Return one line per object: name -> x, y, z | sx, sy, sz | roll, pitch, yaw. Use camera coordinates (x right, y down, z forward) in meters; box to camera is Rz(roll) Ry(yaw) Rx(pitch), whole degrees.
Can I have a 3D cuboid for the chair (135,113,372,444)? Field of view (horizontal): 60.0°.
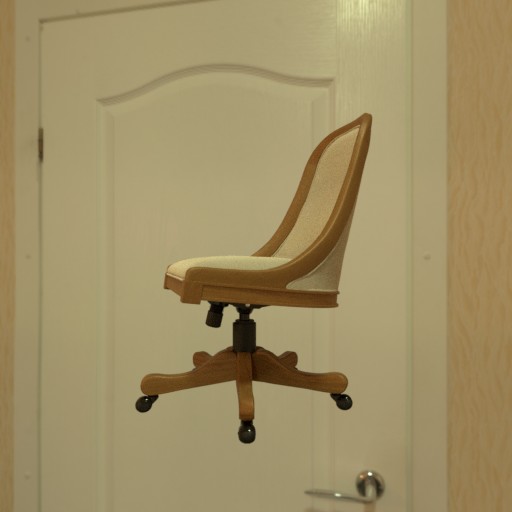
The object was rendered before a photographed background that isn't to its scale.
chair -> 0.000, 0.000, 1.542 | 0.811, 1.009, 0.702 | 0, 0, -17
